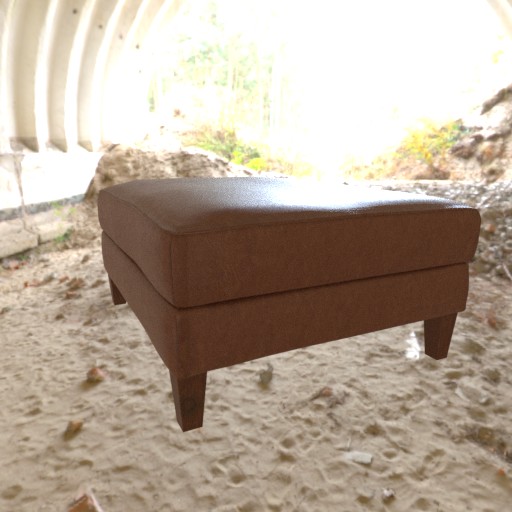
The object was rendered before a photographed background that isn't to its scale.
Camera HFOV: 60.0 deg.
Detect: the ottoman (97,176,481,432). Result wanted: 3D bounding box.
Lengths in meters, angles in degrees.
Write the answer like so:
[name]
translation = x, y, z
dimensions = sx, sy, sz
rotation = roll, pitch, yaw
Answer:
[ottoman]
translation = 0.000, 0.000, 1.412
dimensions = 0.836, 0.472, 0.987
rotation = -7, 15, -26
